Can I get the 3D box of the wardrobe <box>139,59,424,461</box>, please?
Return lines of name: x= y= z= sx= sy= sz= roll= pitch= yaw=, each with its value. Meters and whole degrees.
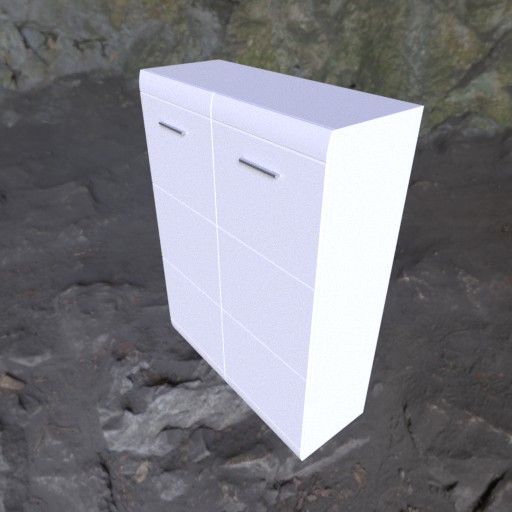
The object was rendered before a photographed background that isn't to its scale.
wardrobe: x=0.000 y=0.000 z=1.636 sx=0.360 sy=1.200 sz=0.900 roll=-23 pitch=39 yaw=-32
